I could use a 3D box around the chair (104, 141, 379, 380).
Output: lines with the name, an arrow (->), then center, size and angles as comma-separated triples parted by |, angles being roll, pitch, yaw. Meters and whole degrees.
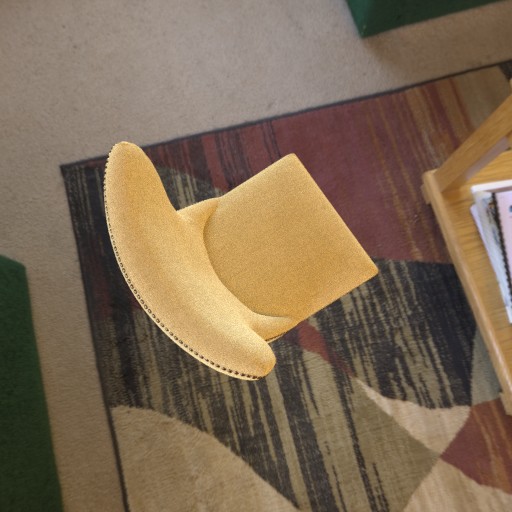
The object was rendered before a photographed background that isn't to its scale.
chair -> 0.000, 0.000, 1.490 | 0.681, 1.002, 0.654 | -32, 79, -7
